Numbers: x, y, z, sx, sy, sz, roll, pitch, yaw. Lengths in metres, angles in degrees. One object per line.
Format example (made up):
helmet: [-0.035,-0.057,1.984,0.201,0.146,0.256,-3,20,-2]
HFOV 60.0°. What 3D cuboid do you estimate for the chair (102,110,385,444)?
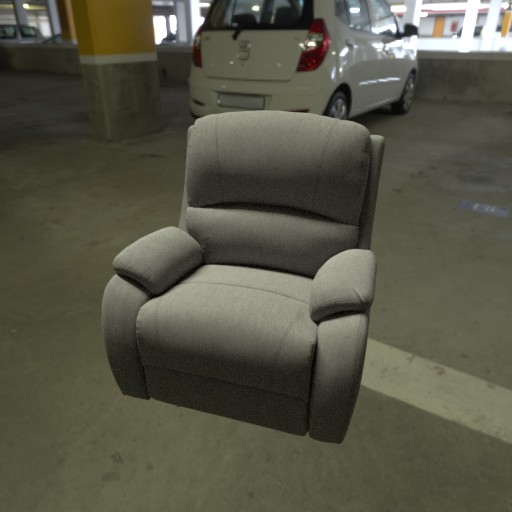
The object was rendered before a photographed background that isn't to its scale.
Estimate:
chair: [0.000,0.000,1.753,0.930,1.011,0.899,7,28,14]
